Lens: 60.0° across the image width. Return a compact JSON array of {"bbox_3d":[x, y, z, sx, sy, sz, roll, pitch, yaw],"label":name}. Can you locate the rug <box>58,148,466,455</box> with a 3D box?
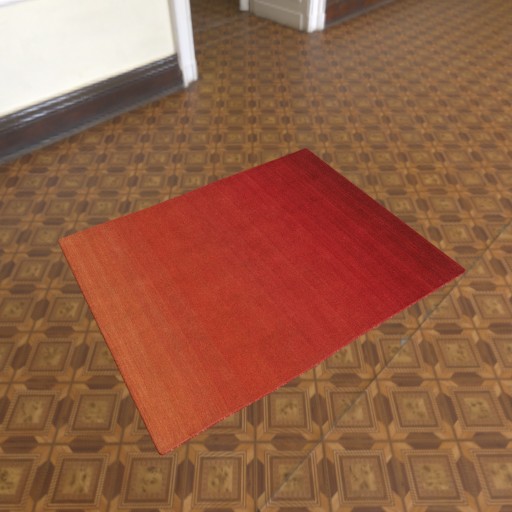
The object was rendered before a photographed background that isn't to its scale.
[{"bbox_3d":[0.000,0.000,3.995,2.905,0.028,2.340,-25,51,-22],"label":"rug"}]
